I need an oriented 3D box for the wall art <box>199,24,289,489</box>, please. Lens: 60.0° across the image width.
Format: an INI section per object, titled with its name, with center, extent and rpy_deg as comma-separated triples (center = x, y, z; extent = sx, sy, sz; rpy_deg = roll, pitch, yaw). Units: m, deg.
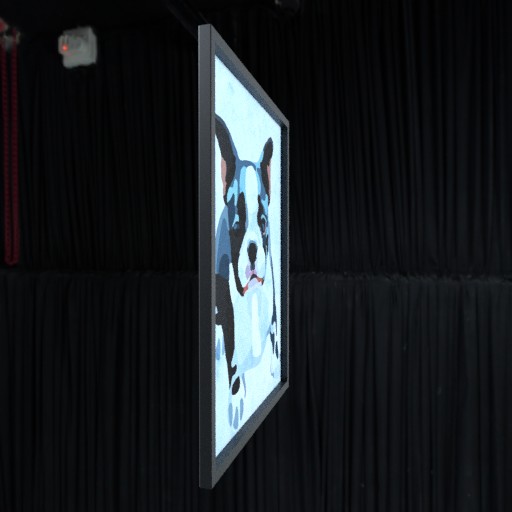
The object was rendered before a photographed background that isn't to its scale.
[wall art]
center = 0.000, 0.000, 1.352
extent = 0.030, 1.027, 0.774
rpy_deg = 0, 1, 17
